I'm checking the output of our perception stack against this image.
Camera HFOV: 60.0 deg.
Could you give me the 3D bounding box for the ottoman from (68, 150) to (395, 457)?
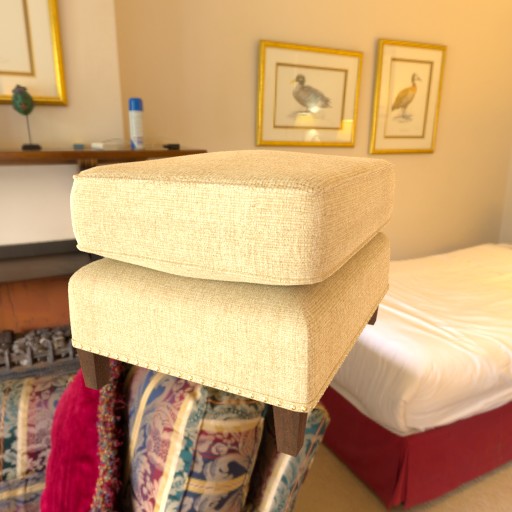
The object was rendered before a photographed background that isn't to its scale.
[{"bbox_3d":[0.000,0.000,1.151,0.589,0.537,0.738,8,17,26],"label":"ottoman"}]
